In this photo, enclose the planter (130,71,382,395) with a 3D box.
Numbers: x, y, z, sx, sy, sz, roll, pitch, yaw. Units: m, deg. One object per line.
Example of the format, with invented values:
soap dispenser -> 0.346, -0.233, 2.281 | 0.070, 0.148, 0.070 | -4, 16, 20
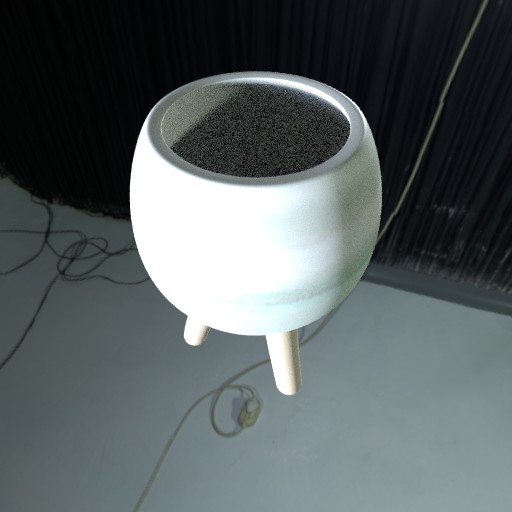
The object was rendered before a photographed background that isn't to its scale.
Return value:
planter -> 0.000, 0.000, 0.330 | 0.161, 0.224, 0.161 | 0, 47, 0
